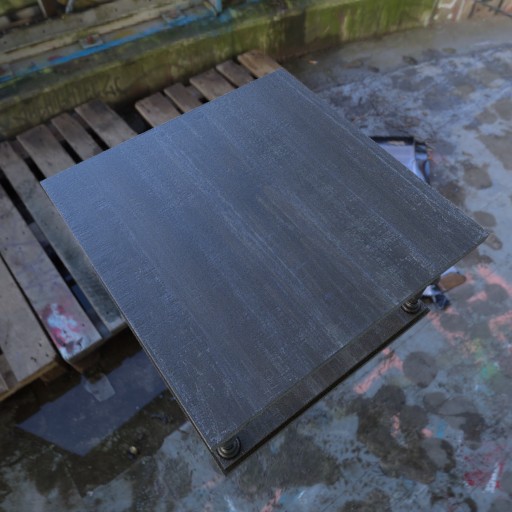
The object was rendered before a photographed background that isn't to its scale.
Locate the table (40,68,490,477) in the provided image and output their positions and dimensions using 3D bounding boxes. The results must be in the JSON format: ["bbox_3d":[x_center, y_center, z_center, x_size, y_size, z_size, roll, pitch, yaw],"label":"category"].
[{"bbox_3d":[0.000,0.000,1.129,0.696,0.400,0.696,-32,63,-19],"label":"table"}]
